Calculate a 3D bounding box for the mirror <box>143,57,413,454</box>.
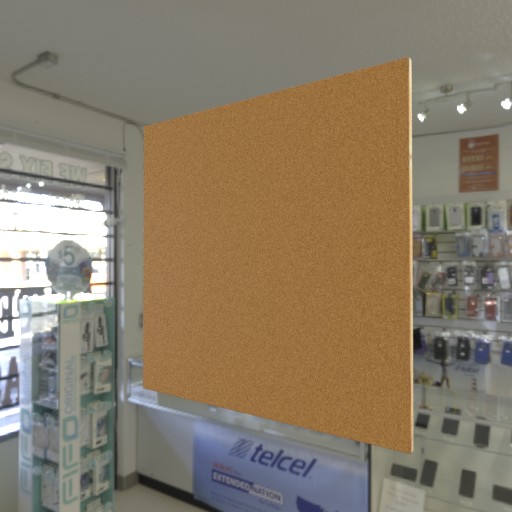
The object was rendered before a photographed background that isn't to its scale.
[{"bbox_3d":[0.000,0.000,1.153,0.804,0.804,0.061,-1,-1,35],"label":"mirror"}]
